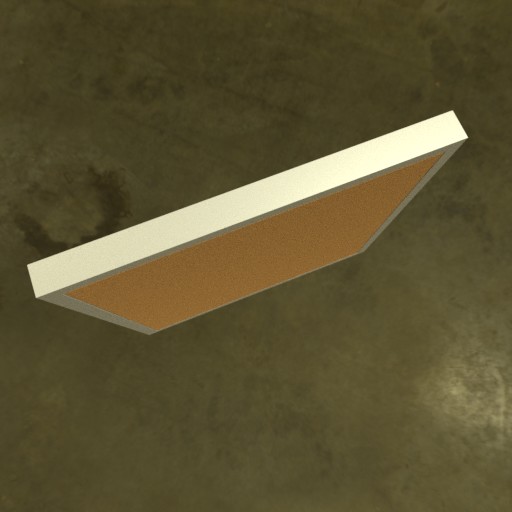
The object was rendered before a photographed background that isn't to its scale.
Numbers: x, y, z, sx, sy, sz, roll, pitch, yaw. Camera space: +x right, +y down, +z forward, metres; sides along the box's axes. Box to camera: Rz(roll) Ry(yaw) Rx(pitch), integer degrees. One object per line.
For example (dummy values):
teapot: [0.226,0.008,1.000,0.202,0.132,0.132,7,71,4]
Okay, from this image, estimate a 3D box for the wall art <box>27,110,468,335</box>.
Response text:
wall art: [0.000,0.000,0.733,0.506,0.506,0.038,-21,77,-5]
